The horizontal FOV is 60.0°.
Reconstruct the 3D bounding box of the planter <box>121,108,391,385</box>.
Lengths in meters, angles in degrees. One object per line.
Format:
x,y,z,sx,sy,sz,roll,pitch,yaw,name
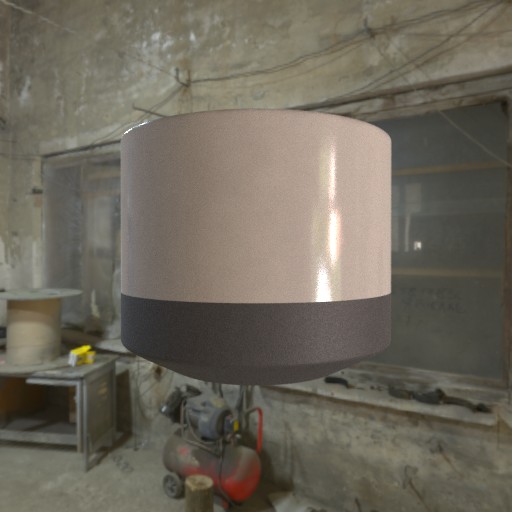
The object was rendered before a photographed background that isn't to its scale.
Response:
0.000,0.000,0.220,0.128,0.105,0.128,0,0,0,planter
